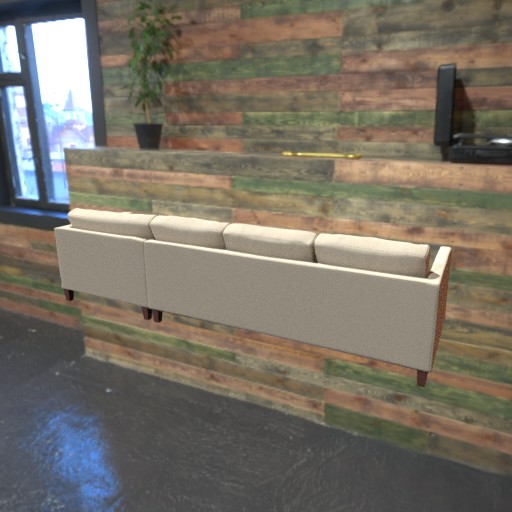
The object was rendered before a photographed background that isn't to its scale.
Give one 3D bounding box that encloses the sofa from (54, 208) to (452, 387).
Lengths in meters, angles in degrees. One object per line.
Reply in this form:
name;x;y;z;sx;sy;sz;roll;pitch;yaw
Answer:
sofa;0.000;0.000;3.950;3.186;0.861;1.625;8;18;26
